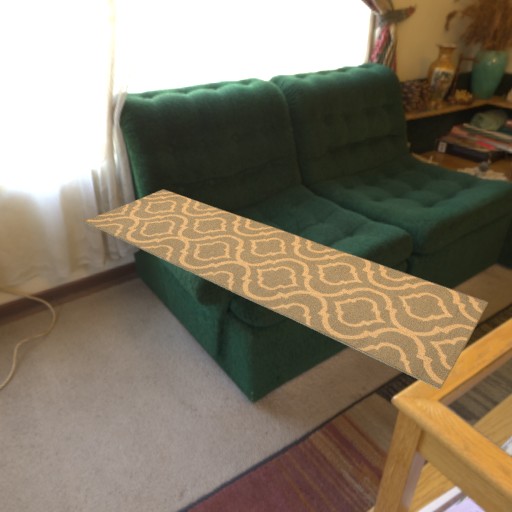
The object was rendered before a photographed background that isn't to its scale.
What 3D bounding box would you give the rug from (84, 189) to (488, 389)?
[{"bbox_3d":[0.000,0.000,2.475,2.275,0.009,0.684,22,37,32],"label":"rug"}]
